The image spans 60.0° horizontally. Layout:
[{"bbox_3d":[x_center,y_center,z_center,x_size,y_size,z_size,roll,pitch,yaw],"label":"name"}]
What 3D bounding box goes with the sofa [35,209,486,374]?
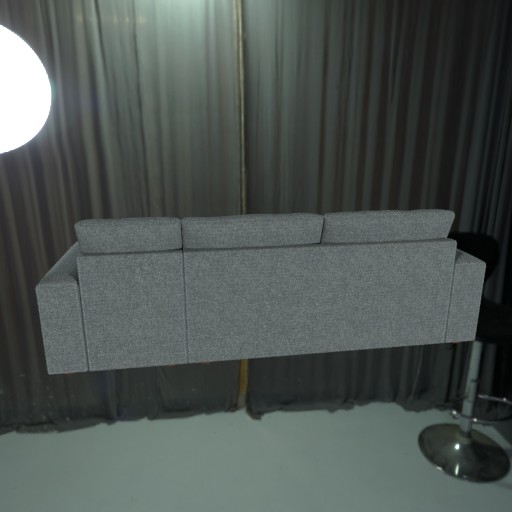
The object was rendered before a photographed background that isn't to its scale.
[{"bbox_3d":[0.000,0.000,3.457,2.718,0.940,1.689,-3,16,-9],"label":"sofa"}]
